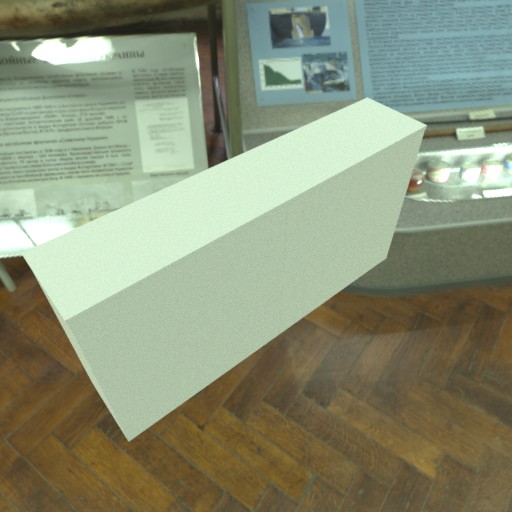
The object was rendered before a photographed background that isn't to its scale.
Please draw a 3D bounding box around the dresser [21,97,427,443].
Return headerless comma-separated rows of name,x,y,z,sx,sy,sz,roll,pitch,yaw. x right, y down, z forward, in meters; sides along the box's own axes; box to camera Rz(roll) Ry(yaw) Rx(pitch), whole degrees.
dresser,0.000,0.000,1.841,1.535,0.790,0.333,-31,53,-26
